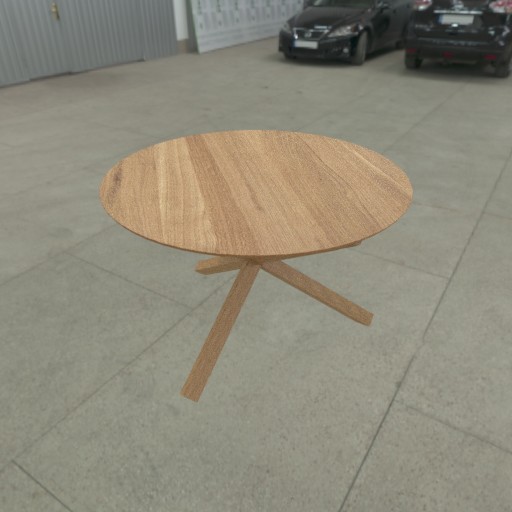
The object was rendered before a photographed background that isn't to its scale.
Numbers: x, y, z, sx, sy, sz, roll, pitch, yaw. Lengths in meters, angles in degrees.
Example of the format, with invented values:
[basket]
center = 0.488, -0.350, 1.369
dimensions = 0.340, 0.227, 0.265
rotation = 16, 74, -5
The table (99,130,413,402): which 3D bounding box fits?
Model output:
[table]
center = 0.000, 0.000, 1.709
dimensions = 1.038, 0.666, 1.038
rotation = 0, 33, 0
